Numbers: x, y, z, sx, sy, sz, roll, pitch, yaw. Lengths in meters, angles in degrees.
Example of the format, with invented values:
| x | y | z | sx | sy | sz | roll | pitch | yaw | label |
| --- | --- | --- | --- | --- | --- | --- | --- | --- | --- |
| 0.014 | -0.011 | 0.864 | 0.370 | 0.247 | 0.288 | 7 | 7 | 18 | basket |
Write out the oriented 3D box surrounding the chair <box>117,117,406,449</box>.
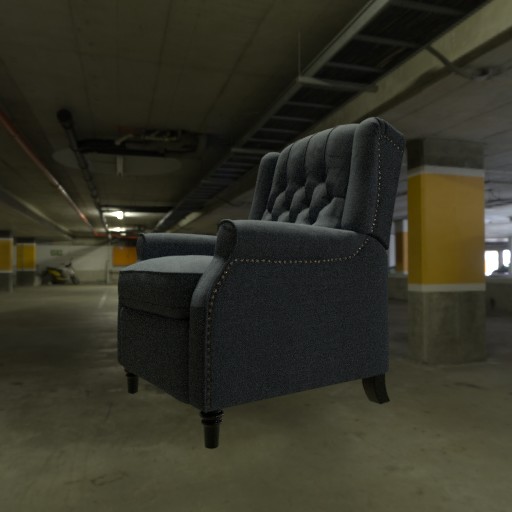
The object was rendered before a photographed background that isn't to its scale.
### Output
| x | y | z | sx | sy | sz | roll | pitch | yaw | label |
| --- | --- | --- | --- | --- | --- | --- | --- | --- | --- |
| 0.000 | 0.000 | 1.637 | 0.898 | 1.035 | 0.742 | 1 | -1 | -35 | chair |
